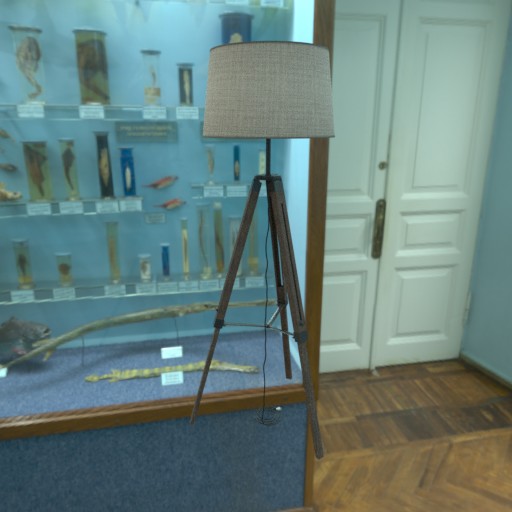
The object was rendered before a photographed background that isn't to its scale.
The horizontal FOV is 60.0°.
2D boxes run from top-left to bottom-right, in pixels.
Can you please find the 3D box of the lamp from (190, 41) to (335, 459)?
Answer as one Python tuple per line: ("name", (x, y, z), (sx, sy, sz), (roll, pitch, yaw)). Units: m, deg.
("lamp", (0.000, 0.000, 1.781), (0.587, 1.510, 0.604), (-3, 17, -9))
